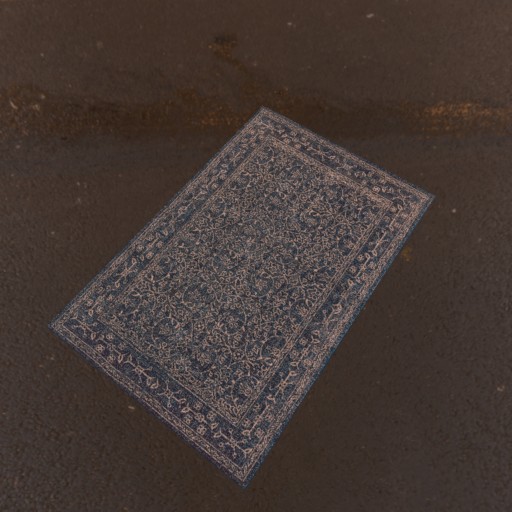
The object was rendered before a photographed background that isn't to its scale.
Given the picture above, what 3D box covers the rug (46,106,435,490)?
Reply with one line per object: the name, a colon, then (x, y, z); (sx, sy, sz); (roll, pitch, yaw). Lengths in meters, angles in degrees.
rug: (0.000, 0.000, 2.329); (1.200, 0.005, 1.819); (33, 67, 16)
